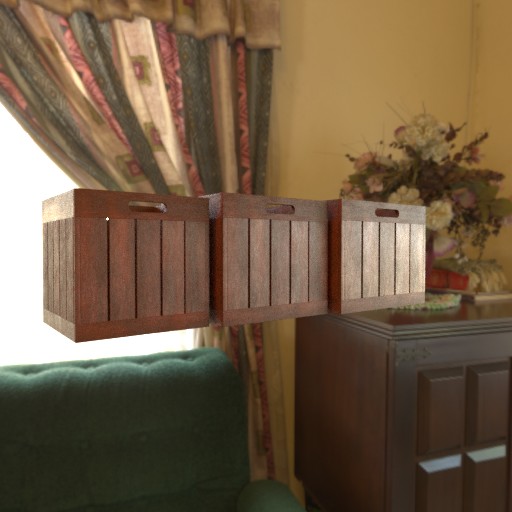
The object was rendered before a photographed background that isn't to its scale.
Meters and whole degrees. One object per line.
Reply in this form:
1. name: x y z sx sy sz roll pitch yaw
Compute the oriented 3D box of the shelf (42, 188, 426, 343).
1. shelf: 0.000 0.000 1.265 1.064 0.311 0.393 -1 1 -37
